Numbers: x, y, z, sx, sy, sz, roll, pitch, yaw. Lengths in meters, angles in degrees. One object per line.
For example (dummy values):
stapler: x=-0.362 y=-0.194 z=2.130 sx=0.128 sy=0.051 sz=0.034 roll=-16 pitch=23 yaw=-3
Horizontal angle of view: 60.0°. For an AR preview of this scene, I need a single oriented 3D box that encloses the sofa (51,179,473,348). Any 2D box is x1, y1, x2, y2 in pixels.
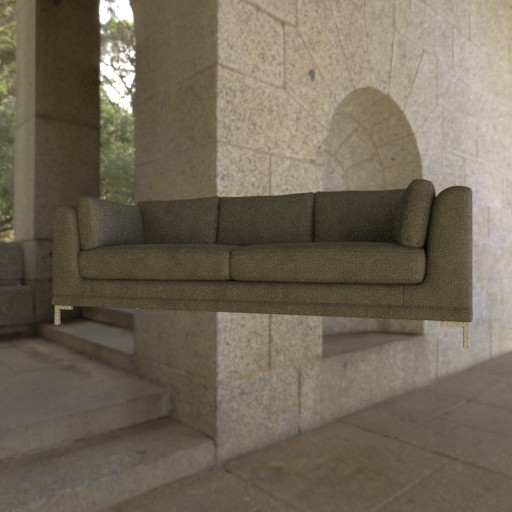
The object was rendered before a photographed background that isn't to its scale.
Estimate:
sofa: x=0.000 y=0.000 z=2.862 sx=2.415 sy=0.867 sz=0.969 roll=0 pitch=0 yaw=18
